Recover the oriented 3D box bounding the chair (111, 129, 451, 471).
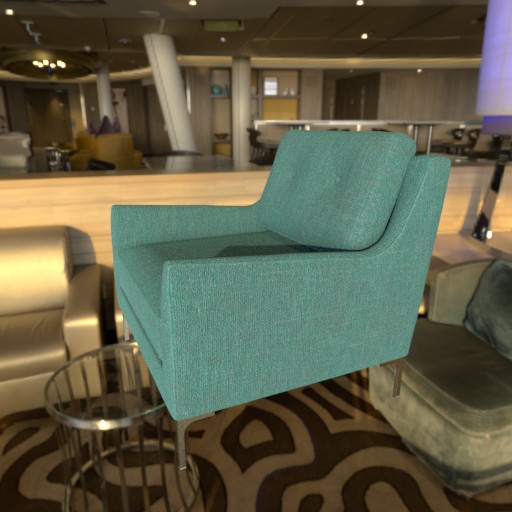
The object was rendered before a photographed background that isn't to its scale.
[{"bbox_3d":[0.000,0.000,1.524,0.849,0.828,0.847,-8,18,-25],"label":"chair"}]
